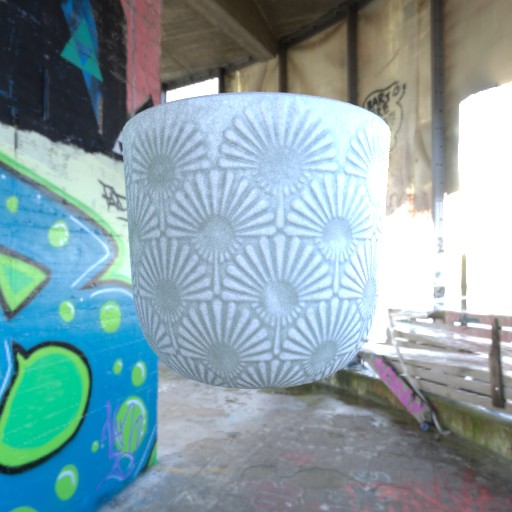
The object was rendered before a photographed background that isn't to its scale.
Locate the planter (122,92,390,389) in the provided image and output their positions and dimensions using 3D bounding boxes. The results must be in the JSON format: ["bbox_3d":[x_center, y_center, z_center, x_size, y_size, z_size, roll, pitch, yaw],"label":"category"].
[{"bbox_3d":[0.000,0.000,0.291,0.170,0.152,0.170,0,-1,0],"label":"planter"}]
